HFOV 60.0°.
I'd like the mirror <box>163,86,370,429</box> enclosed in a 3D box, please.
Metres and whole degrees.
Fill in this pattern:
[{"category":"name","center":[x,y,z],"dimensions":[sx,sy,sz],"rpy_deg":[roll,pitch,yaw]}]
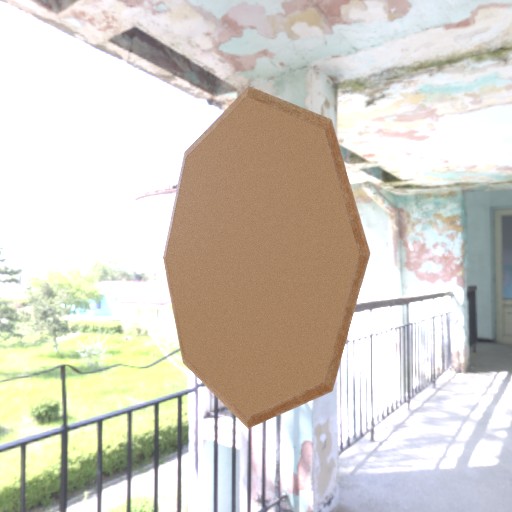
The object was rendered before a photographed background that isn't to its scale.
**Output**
[{"category":"mirror","center":[0.000,0.000,1.024],"dimensions":[0.577,0.774,0.070],"rpy_deg":[-1,-2,37]}]
